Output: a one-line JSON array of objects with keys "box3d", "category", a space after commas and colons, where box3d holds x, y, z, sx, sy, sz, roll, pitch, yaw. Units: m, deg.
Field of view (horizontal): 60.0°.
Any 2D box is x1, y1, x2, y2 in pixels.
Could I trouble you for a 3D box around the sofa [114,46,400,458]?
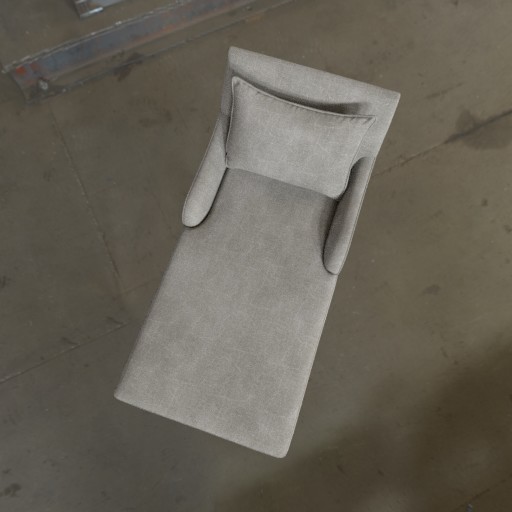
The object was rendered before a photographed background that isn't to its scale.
[{"box3d": [0.000, 0.000, 2.297, 0.894, 0.859, 1.779, 18, 74, 5], "category": "sofa"}]
